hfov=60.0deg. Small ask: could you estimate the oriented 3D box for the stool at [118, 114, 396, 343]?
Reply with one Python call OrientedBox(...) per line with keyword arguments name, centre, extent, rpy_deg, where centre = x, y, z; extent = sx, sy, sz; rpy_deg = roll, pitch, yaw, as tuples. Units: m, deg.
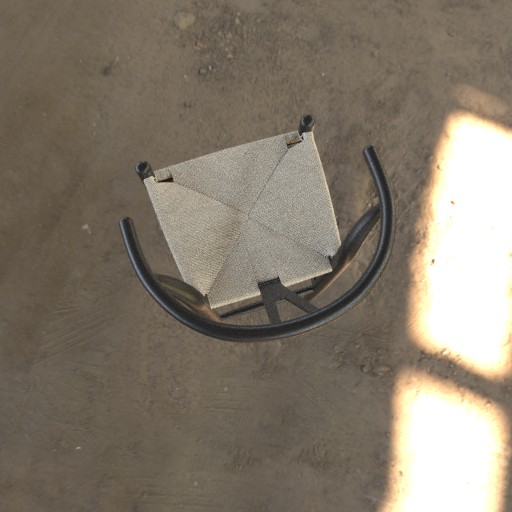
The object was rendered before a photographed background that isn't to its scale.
OrientedBox(name="stool", centre=(0.000, 0.000, 1.338), extent=(0.569, 0.970, 0.579), rpy_deg=(-17, 75, -5))
